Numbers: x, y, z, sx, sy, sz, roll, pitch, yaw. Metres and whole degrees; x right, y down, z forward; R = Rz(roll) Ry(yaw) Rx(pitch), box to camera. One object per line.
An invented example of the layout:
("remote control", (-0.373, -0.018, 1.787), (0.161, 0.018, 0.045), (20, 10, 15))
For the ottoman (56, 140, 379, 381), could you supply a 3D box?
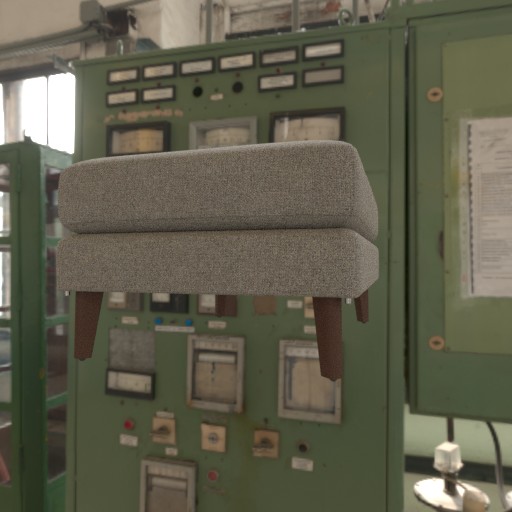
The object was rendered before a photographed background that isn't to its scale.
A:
("ottoman", (0.000, 0.000, 1.194), (0.611, 0.441, 0.821), (0, -1, 18))
